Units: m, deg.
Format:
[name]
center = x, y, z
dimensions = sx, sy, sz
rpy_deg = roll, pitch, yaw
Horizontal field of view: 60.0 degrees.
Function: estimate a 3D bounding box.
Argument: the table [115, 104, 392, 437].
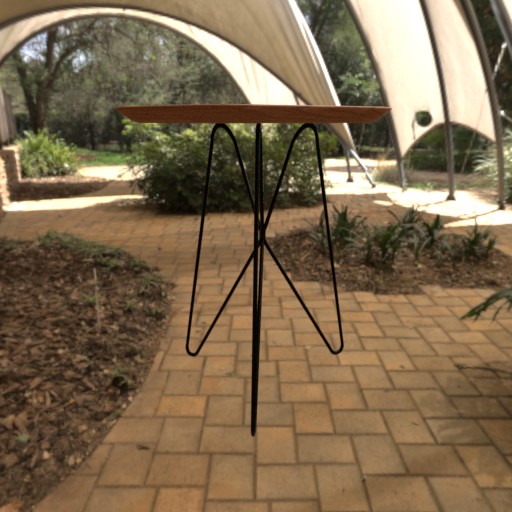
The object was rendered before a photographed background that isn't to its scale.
[table]
center = 0.000, 0.000, 0.890
dimensions = 0.500, 0.562, 0.400
rpy_deg = -9, 19, -27
